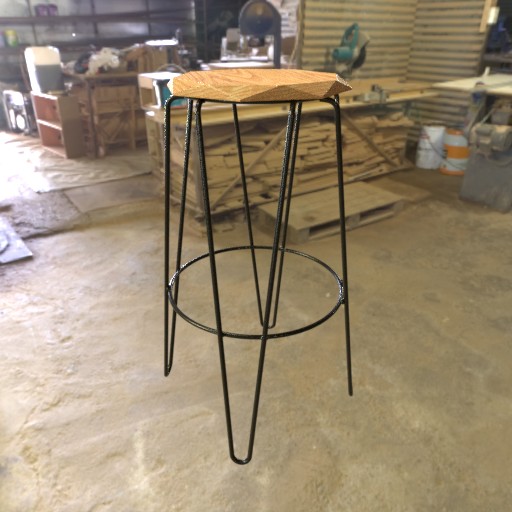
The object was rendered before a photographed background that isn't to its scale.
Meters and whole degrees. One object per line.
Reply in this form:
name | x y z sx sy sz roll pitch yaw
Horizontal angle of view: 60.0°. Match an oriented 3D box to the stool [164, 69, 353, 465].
stool | 0.000 0.000 0.805 0.326 0.610 0.326 -19 33 -32
